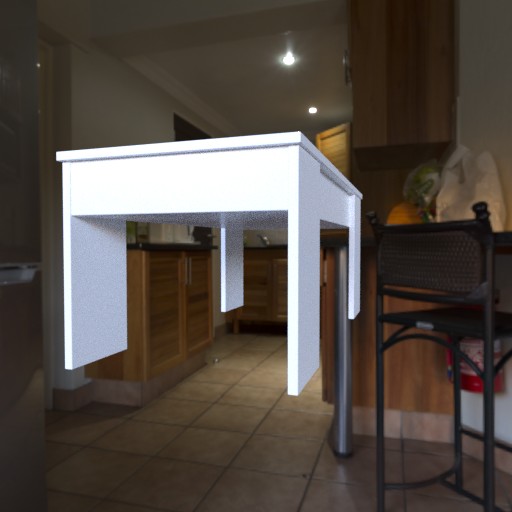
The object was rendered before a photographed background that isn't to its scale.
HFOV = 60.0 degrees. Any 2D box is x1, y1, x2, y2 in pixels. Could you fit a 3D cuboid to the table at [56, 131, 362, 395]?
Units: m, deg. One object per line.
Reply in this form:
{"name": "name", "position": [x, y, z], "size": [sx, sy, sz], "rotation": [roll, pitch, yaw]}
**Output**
{"name": "table", "position": [0.000, 0.000, 1.283], "size": [0.500, 0.440, 1.000], "rotation": [1, 2, 19]}
